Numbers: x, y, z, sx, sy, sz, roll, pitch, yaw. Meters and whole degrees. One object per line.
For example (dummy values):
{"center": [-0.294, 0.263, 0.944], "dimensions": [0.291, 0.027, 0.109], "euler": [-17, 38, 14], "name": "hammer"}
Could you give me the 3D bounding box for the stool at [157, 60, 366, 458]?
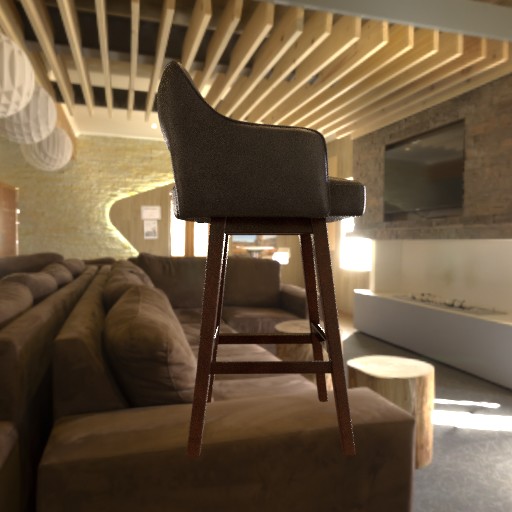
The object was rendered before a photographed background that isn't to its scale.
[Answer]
{"center": [0.000, 0.000, 1.349], "dimensions": [0.560, 1.041, 0.550], "euler": [0, 2, -1], "name": "stool"}
